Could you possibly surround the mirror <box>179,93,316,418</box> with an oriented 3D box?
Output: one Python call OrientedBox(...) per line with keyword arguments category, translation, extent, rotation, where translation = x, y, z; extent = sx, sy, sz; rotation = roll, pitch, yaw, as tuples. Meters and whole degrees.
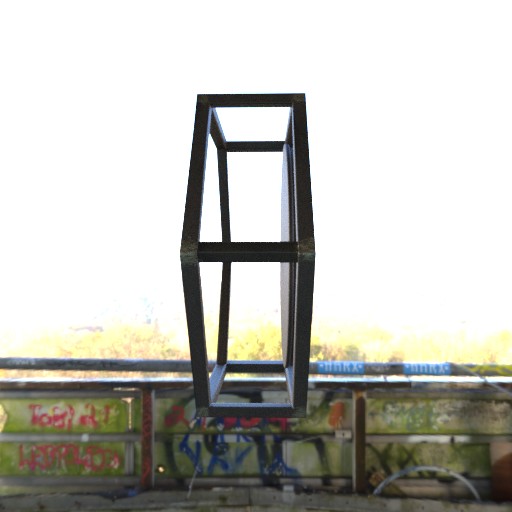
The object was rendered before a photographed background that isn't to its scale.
OrientedBox(category="mirror", translation=(0.000, 0.000, 0.552), extent=(0.119, 0.334, 0.380), rotation=(0, 0, 1))
